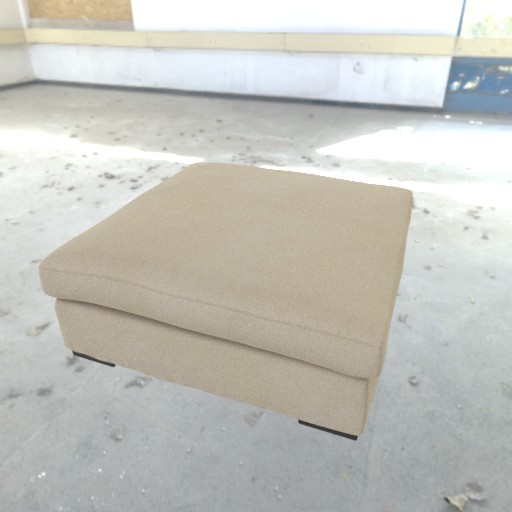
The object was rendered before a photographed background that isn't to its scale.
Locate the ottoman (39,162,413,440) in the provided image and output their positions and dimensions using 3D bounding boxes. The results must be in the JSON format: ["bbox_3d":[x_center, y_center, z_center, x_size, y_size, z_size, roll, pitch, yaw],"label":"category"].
[{"bbox_3d":[0.000,0.000,1.894,1.190,0.522,1.205,11,32,18],"label":"ottoman"}]
